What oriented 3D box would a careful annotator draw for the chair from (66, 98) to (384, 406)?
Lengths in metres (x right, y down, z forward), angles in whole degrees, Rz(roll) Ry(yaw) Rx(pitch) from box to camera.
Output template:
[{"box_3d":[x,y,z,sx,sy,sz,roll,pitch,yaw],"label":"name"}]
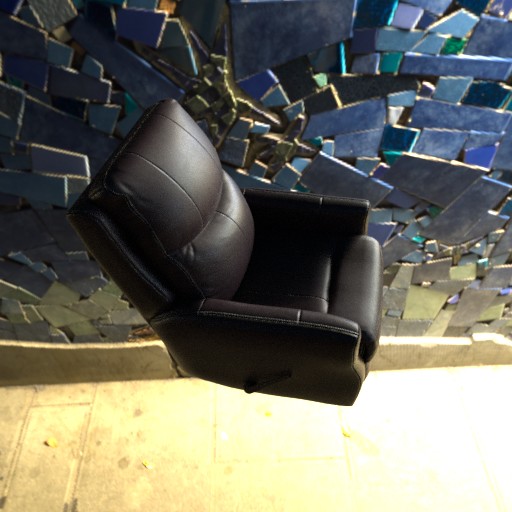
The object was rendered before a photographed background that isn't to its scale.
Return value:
[{"box_3d":[0.000,0.000,1.811,1.080,1.030,0.829,9,48,9],"label":"chair"}]
